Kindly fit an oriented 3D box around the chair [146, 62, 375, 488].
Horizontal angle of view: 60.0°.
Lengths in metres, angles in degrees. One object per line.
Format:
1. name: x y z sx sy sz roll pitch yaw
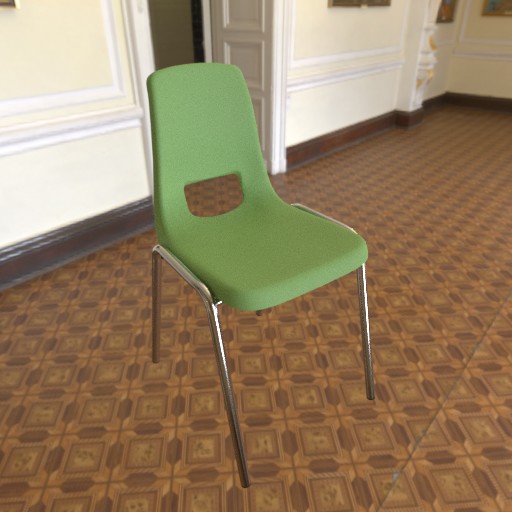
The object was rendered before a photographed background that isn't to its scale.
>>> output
1. chair: 0.000 0.000 0.920 0.381 0.704 0.436 -20 35 -32
